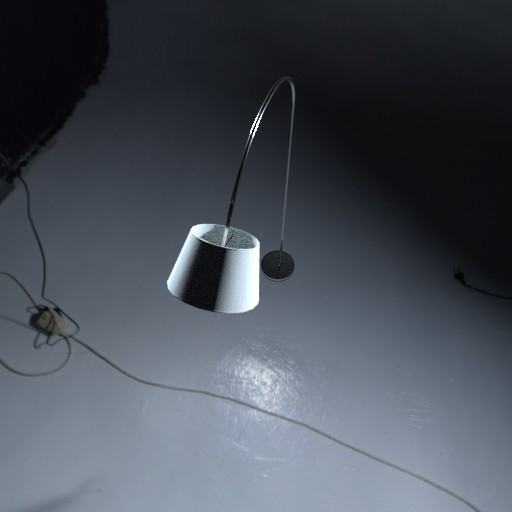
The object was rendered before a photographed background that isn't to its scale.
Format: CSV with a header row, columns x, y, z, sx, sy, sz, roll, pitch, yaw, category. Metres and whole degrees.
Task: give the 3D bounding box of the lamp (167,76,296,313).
x,y,z,sx,sy,sz,roll,pitch,yaw,category
0.000,0.000,2.707,0.406,2.098,1.445,16,59,10,lamp
